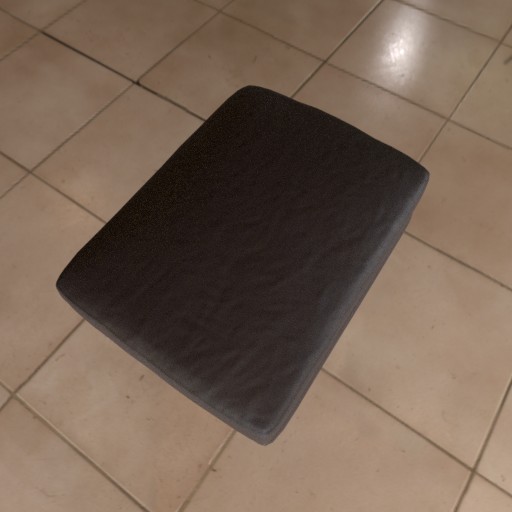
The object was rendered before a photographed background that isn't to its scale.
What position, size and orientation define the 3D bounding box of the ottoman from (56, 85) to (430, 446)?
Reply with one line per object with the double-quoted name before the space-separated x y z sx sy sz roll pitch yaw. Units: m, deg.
"ottoman" 0.000 0.000 1.318 0.659 0.529 0.887 31 67 15
